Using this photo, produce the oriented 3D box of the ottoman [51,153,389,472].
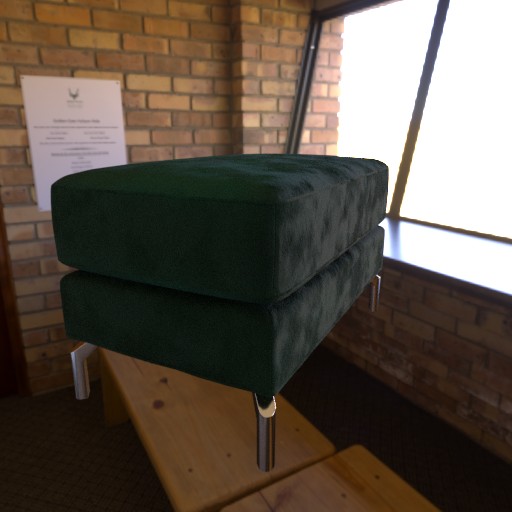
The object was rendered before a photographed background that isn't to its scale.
[{"bbox_3d":[0.000,0.000,1.215,0.536,0.533,0.886,8,18,26],"label":"ottoman"}]
